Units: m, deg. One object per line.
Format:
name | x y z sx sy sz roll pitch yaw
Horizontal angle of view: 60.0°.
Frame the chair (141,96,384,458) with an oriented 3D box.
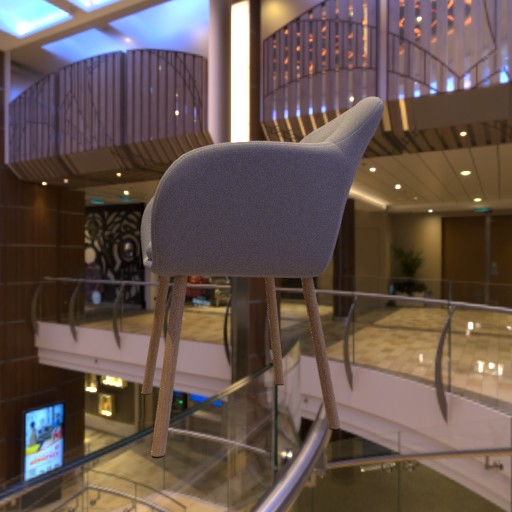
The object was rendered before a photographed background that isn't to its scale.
chair | 0.000 0.000 1.210 0.590 0.830 0.570 0 0 -17
